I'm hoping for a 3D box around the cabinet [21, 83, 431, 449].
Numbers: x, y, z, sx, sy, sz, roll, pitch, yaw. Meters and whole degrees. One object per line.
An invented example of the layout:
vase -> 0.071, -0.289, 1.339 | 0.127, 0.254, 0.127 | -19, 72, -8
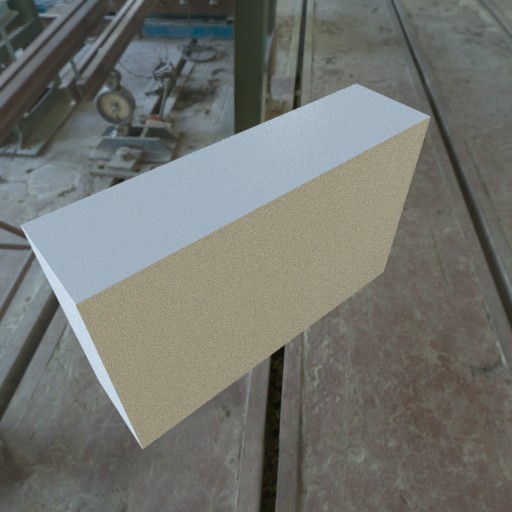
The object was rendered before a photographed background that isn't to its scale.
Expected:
cabinet -> 0.000, 0.000, 1.820 | 1.450, 0.900, 0.380 | -31, 53, -27
